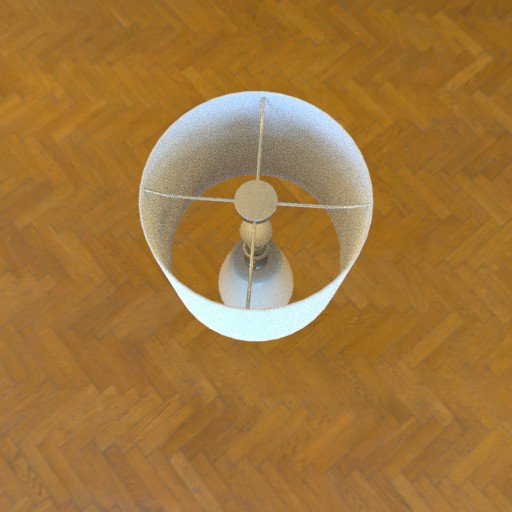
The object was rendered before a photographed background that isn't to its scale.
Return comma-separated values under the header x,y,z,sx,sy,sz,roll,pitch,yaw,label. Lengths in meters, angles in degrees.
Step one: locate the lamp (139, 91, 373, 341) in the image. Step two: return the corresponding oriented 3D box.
x,y,z,sx,sy,sz,roll,pitch,yaw,label
0.000,0.000,0.489,0.186,0.369,0.186,0,77,0,lamp
